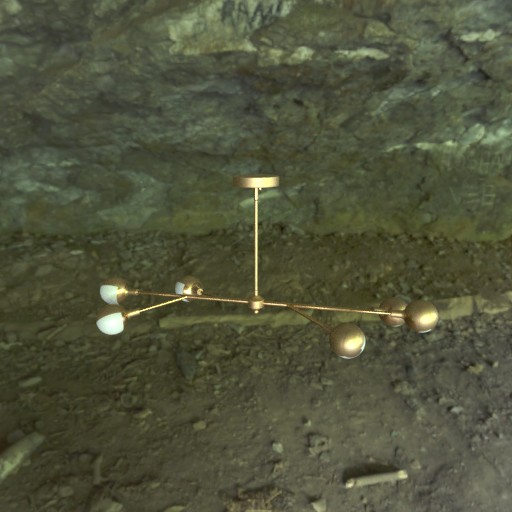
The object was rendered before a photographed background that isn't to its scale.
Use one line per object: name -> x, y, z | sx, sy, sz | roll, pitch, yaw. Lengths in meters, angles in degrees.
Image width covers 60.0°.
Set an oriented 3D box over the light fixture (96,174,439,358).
light fixture -> 0.000, 0.000, 1.014 | 0.778, 0.362, 0.434 | 8, 17, 28
